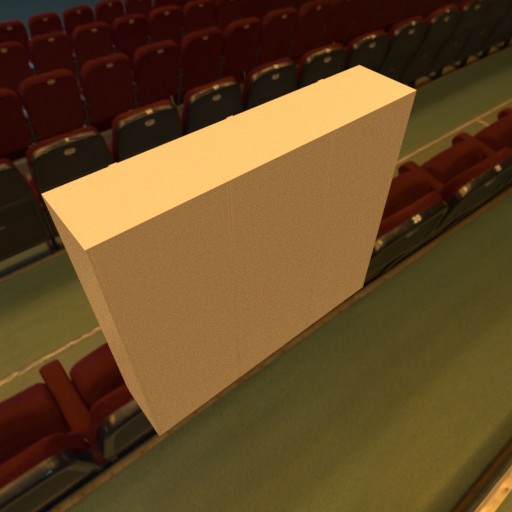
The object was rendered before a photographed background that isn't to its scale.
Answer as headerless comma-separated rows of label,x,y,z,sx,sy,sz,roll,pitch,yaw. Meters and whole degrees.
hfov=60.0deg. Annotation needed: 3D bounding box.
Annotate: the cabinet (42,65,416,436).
cabinet,0.000,0.000,3.825,2.700,2.370,0.590,-31,54,-26
